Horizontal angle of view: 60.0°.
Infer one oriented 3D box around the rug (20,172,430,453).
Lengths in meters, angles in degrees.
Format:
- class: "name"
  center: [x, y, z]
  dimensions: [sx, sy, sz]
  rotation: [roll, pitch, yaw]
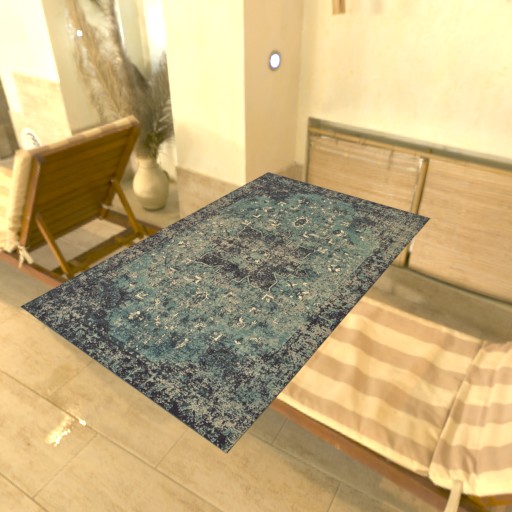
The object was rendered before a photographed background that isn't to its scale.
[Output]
- class: "rug"
  center: [0.000, 0.000, 2.955]
  dimensions: [1.525, 0.007, 2.440]
  rotation: [22, 39, 30]
